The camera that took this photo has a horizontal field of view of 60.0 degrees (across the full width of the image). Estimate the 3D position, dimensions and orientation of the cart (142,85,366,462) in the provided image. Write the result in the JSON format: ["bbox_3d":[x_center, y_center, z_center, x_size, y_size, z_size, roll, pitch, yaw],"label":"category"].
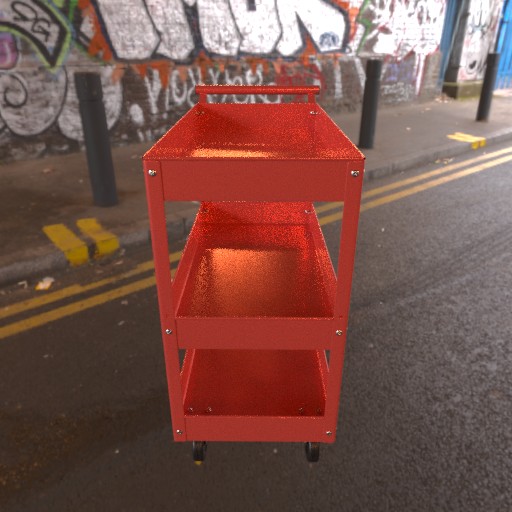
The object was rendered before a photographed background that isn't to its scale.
[{"bbox_3d":[0.000,0.000,1.161,0.366,0.780,0.719,0,26,1],"label":"cart"}]
